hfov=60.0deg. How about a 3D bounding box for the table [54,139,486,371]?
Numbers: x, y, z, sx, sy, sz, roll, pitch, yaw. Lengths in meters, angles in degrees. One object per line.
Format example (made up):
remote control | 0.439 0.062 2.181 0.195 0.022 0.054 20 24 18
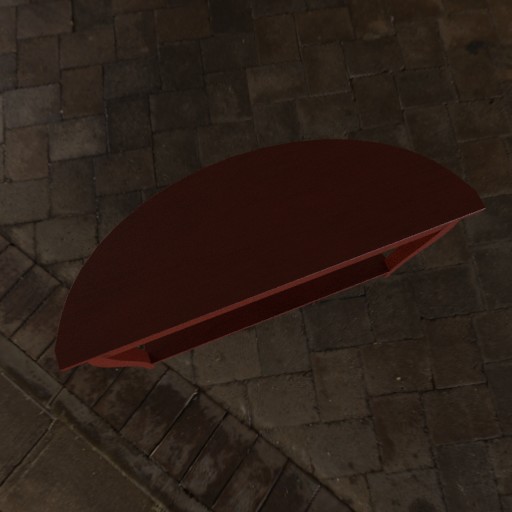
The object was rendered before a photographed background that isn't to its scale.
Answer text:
table | 0.000 0.000 1.600 1.219 0.779 0.405 -20 76 -6
